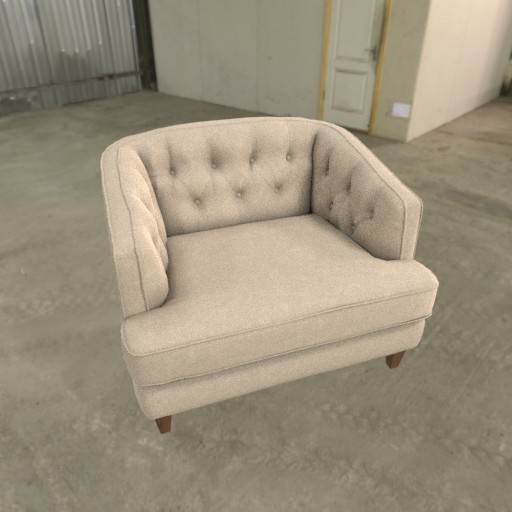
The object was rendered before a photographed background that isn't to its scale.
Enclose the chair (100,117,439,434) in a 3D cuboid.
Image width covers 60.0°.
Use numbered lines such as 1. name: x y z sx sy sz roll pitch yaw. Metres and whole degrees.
1. chair: 0.000 0.000 1.772 1.104 0.852 0.941 -10 33 -16
